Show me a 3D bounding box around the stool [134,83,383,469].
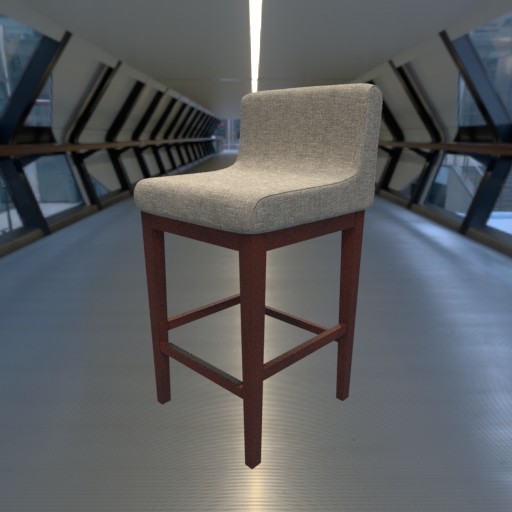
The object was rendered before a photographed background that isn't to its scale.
[{"bbox_3d":[0.000,0.000,1.139,0.417,0.835,0.459,15,22,42],"label":"stool"}]
